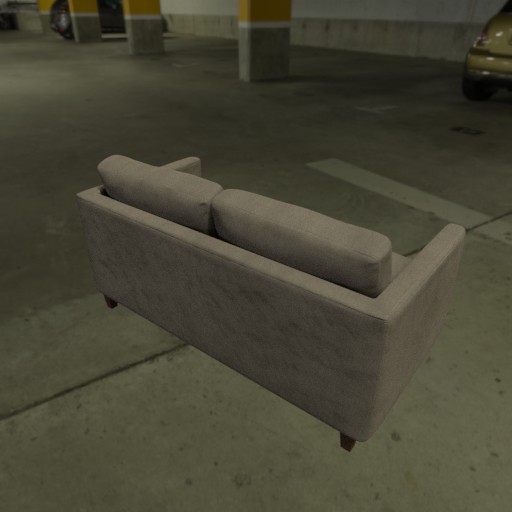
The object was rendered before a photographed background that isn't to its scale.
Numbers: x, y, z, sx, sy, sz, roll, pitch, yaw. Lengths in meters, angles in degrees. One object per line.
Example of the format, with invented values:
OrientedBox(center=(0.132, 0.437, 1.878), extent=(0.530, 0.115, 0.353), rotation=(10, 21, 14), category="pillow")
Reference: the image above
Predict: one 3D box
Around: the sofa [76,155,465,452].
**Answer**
OrientedBox(center=(0.000, 0.000, 2.428), extent=(1.884, 0.963, 0.950), rotation=(21, 36, 33), category="sofa")
